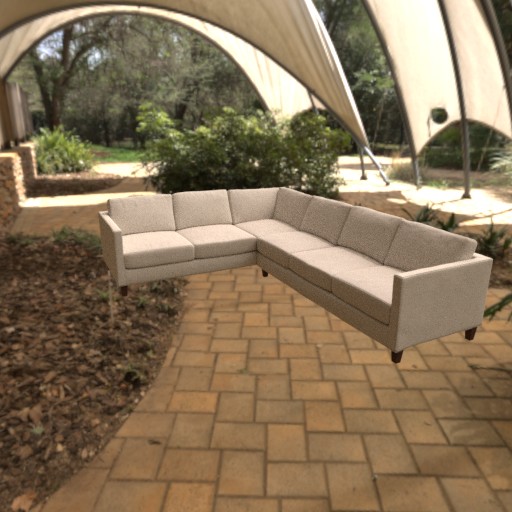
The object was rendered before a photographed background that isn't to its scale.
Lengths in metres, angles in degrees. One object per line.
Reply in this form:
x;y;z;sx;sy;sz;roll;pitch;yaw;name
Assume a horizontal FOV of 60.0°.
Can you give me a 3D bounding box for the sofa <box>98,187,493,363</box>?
0.000;0.000;4.241;2.432;0.863;3.182;-8;19;-25;sofa
